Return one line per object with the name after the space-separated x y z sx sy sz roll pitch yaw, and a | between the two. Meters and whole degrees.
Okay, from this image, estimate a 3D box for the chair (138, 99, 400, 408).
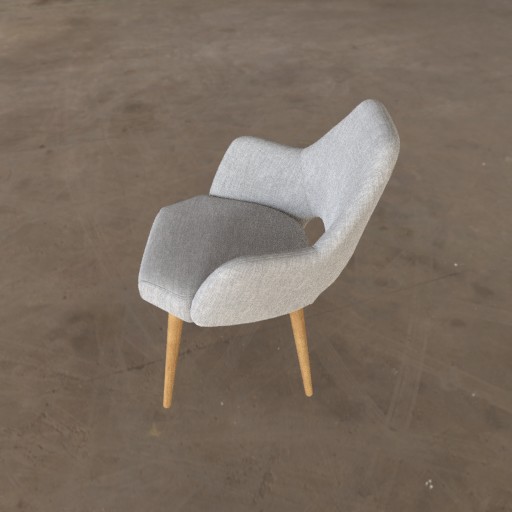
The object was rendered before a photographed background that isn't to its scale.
0.000 0.000 1.258 0.610 0.840 0.590 0 42 1 | chair
